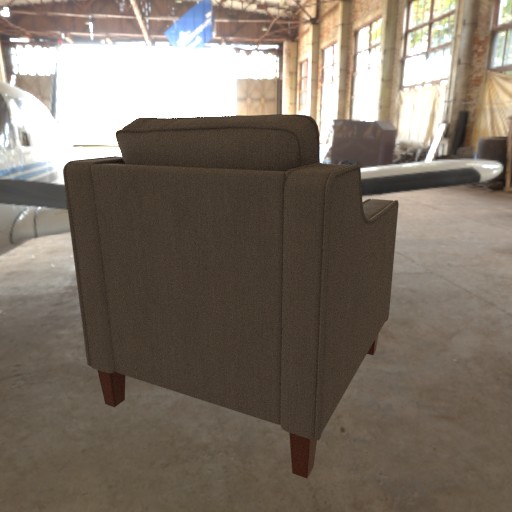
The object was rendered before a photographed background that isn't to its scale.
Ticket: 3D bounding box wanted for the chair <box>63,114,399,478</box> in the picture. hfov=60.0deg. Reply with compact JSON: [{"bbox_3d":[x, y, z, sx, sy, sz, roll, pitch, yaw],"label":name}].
[{"bbox_3d":[0.000,0.000,1.608,0.831,0.960,0.909,8,18,26],"label":"chair"}]
